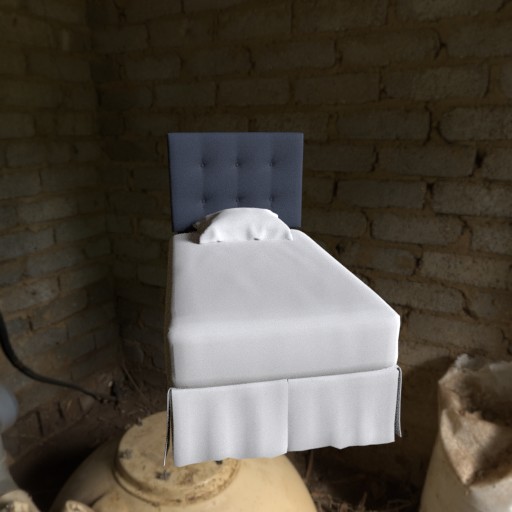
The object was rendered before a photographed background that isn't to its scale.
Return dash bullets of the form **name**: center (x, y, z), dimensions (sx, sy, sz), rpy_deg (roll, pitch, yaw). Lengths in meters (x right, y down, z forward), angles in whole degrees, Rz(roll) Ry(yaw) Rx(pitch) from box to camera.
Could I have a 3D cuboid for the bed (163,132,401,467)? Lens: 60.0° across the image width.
- **bed**: center (0.000, 0.000, 2.978), dimensions (1.261, 1.571, 1.997), rpy_deg (-3, 17, -9)
